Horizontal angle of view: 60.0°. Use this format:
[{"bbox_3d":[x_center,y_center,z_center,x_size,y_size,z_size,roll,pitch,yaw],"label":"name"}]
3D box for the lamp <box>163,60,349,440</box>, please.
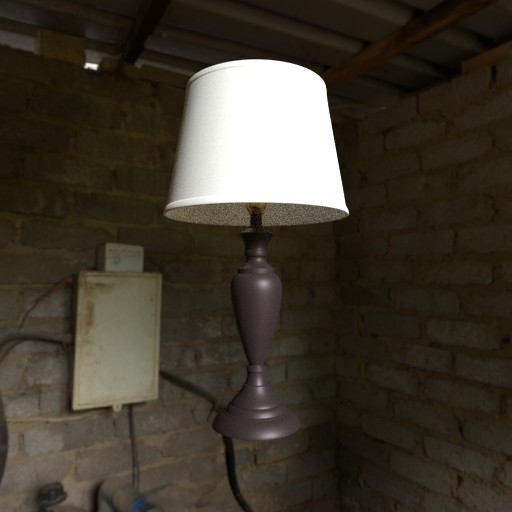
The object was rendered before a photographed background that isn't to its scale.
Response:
[{"bbox_3d":[0.000,0.000,0.815,0.335,0.611,0.335,0,-2,0],"label":"lamp"}]
